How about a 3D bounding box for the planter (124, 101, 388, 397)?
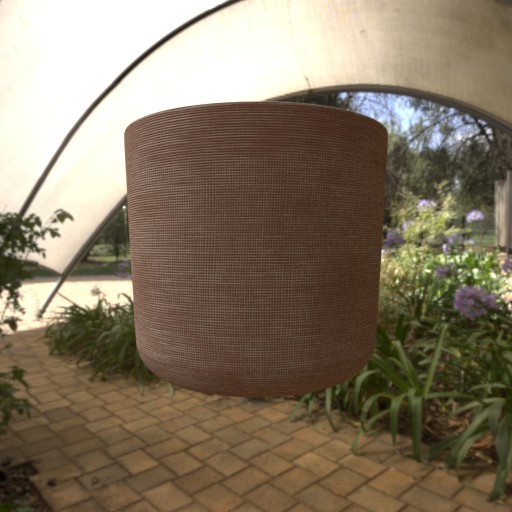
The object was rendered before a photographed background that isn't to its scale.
[{"bbox_3d":[0.000,0.000,0.776,0.440,0.398,0.440,0,2,0],"label":"planter"}]
